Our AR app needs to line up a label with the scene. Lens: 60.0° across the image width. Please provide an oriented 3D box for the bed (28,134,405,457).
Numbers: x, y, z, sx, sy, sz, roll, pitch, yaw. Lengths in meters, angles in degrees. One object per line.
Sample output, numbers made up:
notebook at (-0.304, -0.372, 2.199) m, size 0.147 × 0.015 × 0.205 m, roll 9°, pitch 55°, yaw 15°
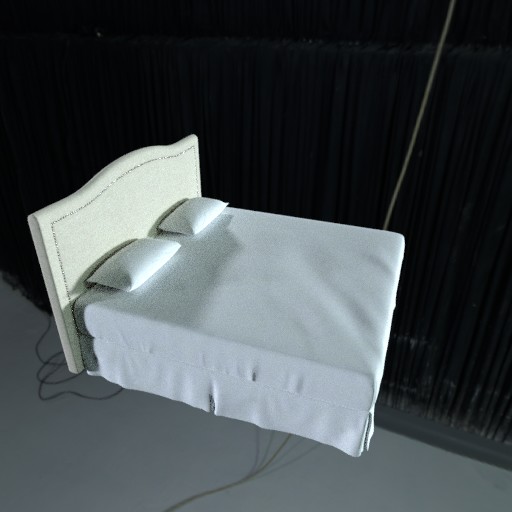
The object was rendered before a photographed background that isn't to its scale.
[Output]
bed at (0.000, 0.000, 3.469) m, size 2.182 × 1.421 × 2.083 m, roll 10°, pitch 31°, yaw 18°
